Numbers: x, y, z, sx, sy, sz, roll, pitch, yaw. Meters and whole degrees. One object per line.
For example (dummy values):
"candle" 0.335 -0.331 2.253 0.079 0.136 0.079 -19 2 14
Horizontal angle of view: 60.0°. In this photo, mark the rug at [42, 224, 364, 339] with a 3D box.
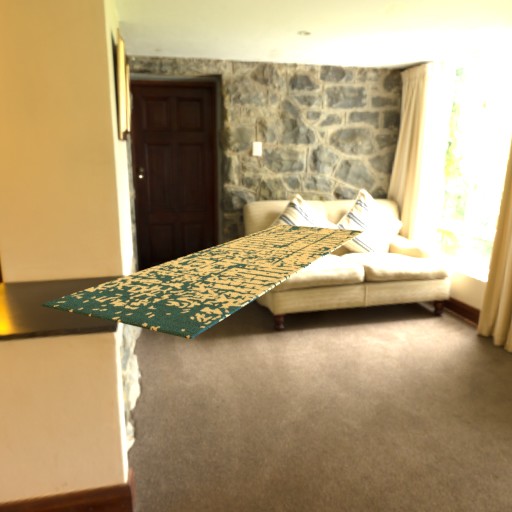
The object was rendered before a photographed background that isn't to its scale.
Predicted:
"rug" 0.000 0.000 2.720 0.750 0.011 2.435 6 14 26
